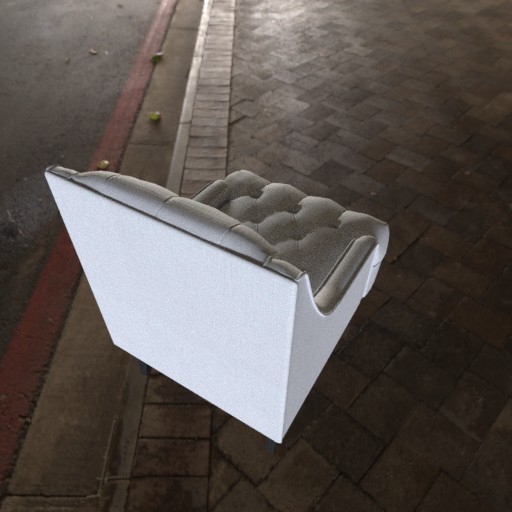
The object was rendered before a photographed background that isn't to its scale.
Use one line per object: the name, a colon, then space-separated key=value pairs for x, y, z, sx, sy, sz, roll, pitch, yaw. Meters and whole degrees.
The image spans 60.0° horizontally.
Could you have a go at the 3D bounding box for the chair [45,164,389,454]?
chair: x=0.000 y=0.000 z=1.390 sx=0.658 sy=0.891 sz=0.772 roll=24 pitch=50 yaw=21
